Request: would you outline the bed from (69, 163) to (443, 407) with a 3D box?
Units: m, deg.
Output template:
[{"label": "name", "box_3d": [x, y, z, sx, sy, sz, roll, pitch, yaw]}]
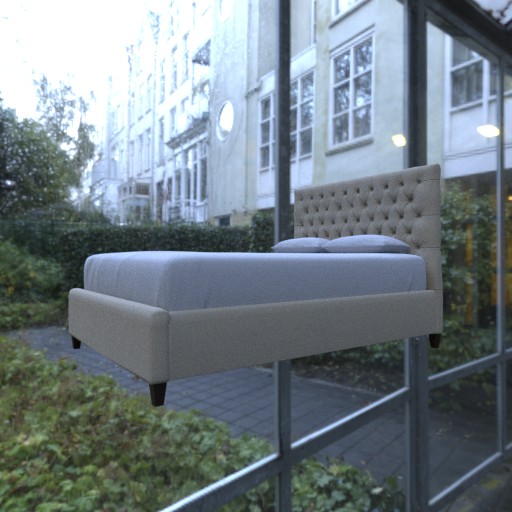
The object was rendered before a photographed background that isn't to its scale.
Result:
[{"label": "bed", "box_3d": [0.000, 0.000, 3.435, 2.387, 1.427, 1.698, 0, 0, -35]}]
